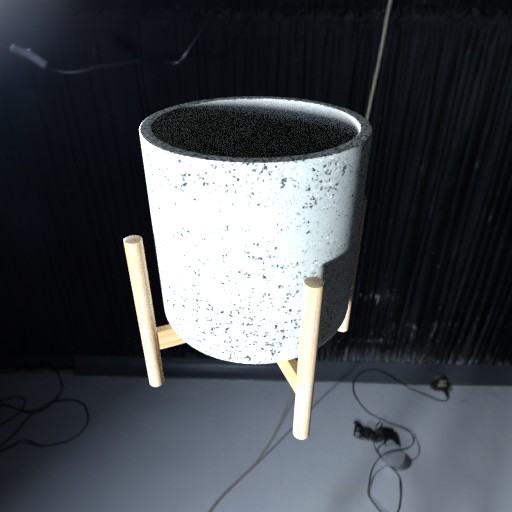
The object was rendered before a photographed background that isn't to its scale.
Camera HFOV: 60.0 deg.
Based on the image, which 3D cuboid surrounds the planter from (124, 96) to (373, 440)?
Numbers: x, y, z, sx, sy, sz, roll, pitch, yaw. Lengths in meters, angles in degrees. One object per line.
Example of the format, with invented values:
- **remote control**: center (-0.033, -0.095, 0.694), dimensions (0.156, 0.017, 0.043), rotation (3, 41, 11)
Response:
- **planter**: center (0.000, 0.000, 0.700), dimensions (0.360, 0.419, 0.360), rotation (0, 32, 0)
